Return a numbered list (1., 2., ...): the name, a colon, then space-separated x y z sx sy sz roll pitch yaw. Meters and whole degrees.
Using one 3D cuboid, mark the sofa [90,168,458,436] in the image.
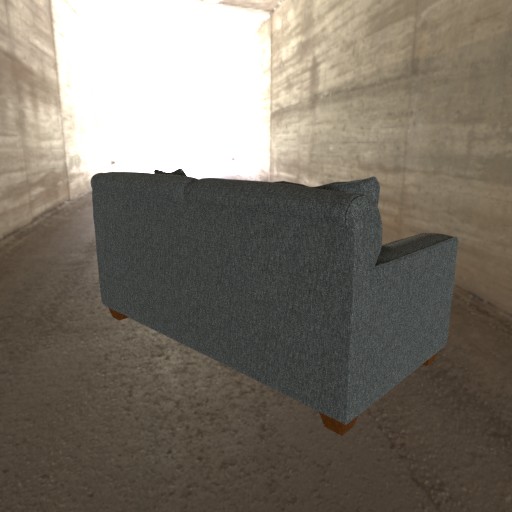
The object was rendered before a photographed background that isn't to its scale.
1. sofa: 0.000 0.000 2.464 1.846 0.958 0.998 13 19 42
